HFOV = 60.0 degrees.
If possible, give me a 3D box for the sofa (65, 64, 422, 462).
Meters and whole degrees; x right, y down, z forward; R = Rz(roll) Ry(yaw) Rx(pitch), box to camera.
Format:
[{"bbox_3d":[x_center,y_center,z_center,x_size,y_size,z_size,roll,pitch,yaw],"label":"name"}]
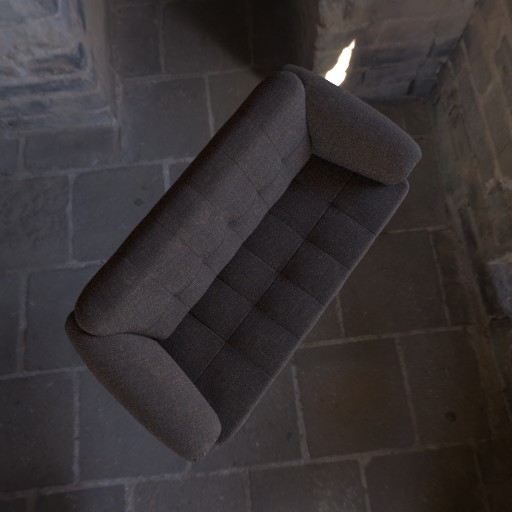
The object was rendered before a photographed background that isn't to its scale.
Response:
[{"bbox_3d":[0.000,0.000,2.251,0.887,0.790,1.849,36,79,8],"label":"sofa"}]
